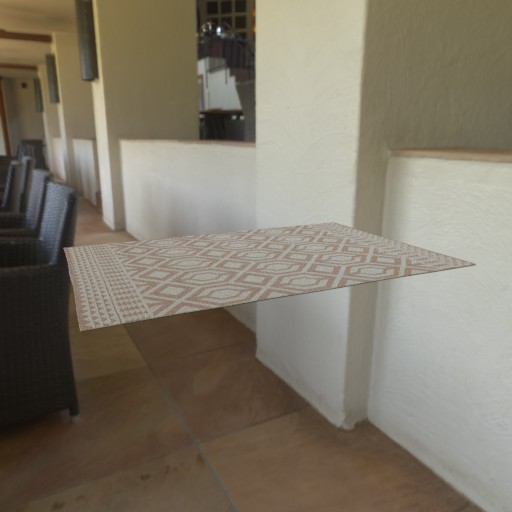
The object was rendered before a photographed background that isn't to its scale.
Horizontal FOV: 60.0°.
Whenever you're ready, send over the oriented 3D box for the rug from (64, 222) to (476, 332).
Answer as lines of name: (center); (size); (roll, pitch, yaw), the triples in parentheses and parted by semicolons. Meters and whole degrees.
rug: (0.000, 0.000, 2.344); (1.829, 0.008, 1.219); (-7, 17, -24)
